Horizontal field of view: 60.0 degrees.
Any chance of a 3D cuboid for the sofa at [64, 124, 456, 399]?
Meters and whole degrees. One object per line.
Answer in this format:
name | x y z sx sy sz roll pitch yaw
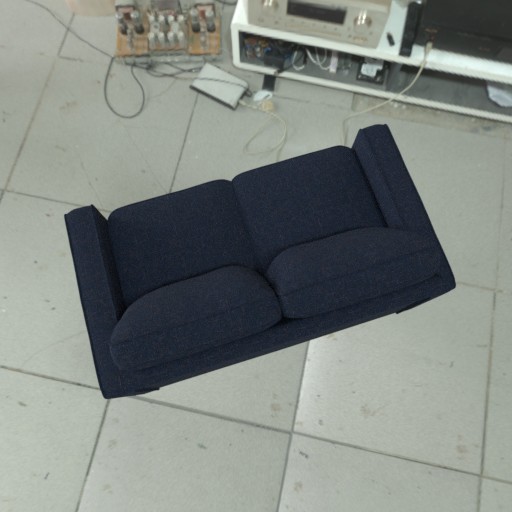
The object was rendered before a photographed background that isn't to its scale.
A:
sofa | 0.000 0.000 2.250 1.709 0.918 0.947 -17 75 -5
